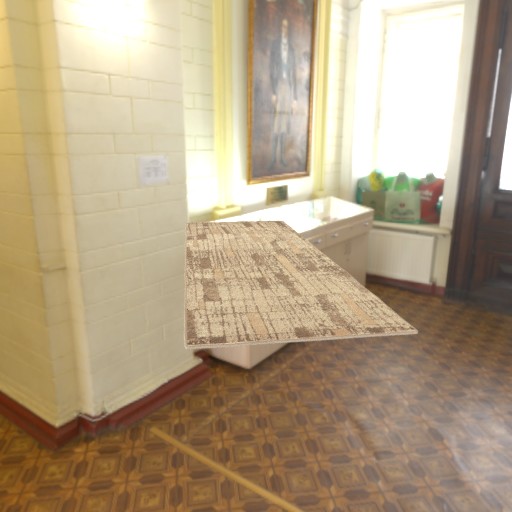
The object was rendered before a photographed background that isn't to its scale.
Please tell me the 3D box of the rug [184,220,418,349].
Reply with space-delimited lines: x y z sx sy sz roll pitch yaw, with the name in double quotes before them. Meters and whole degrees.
"rug" 0.000 0.000 2.695 0.857 0.018 2.383 -2 15 -8
